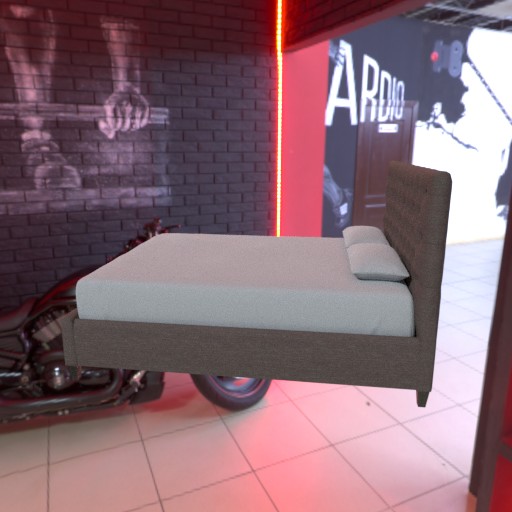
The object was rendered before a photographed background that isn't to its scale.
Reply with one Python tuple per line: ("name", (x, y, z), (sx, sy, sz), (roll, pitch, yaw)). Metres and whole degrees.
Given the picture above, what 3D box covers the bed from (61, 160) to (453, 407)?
("bed", (0.000, 0.000, 3.486), (2.387, 1.427, 1.698), (2, 14, 8))
